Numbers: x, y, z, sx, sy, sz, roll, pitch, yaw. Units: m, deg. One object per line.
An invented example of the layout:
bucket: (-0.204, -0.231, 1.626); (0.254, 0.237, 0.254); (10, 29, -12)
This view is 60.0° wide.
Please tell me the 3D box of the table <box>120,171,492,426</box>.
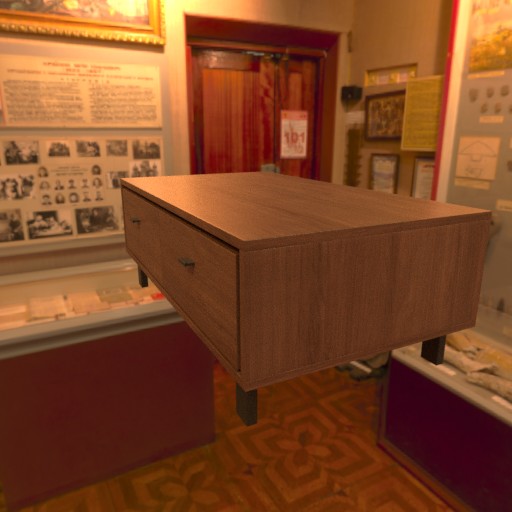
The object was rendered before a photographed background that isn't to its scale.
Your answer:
table: (0.000, 0.000, 1.293); (0.600, 0.380, 1.020); (-8, 18, -26)
